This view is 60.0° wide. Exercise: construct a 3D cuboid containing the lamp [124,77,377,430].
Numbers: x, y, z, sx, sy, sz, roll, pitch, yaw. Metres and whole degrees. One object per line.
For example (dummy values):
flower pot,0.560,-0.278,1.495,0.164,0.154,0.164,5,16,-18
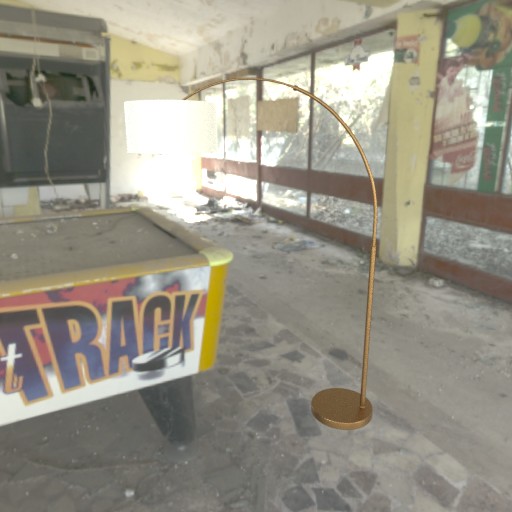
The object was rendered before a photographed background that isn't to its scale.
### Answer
lamp,0.000,0.000,2.561,1.434,1.927,0.493,3,15,9
